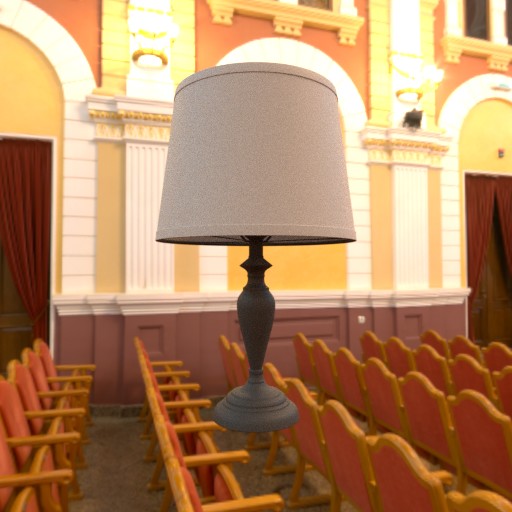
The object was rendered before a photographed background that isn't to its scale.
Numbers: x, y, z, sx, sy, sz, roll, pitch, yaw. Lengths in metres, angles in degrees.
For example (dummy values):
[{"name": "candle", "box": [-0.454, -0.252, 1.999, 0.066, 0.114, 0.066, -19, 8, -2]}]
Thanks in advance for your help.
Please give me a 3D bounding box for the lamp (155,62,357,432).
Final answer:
[{"name": "lamp", "box": [0.000, 0.000, 0.698, 0.310, 0.501, 0.310, 0, -1, 0]}]
